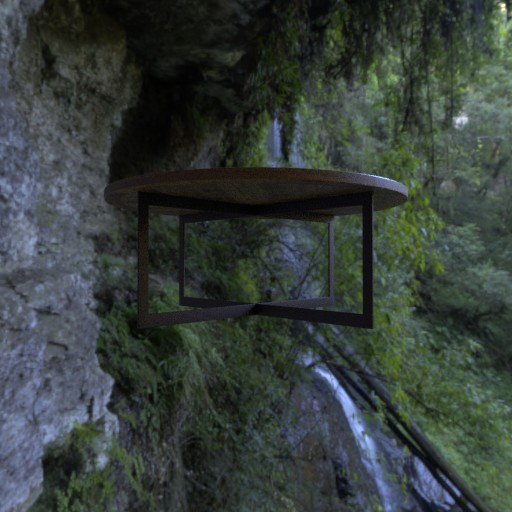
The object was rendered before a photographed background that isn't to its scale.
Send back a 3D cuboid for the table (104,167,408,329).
[{"bbox_3d":[0.000,0.000,1.945,1.264,0.516,1.264,0,-1,0],"label":"table"}]
